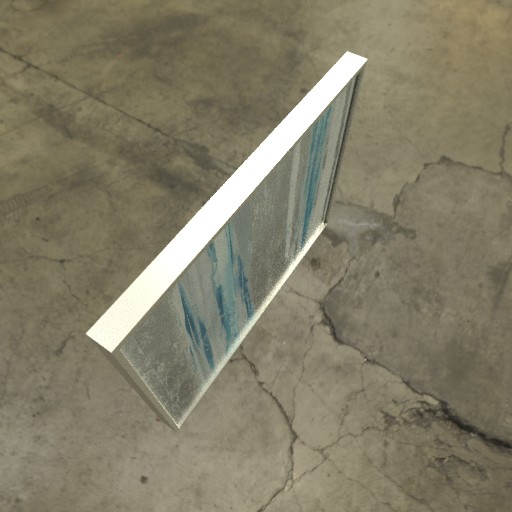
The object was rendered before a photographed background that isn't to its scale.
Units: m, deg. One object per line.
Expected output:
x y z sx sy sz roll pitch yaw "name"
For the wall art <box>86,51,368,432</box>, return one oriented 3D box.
0.000 0.000 1.399 0.066 0.801 1.056 30 63 17 "wall art"
